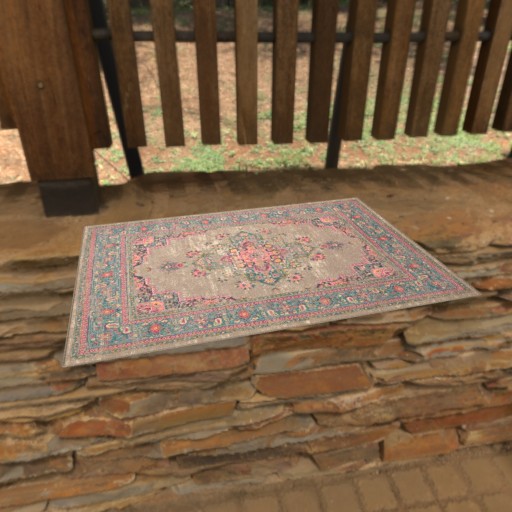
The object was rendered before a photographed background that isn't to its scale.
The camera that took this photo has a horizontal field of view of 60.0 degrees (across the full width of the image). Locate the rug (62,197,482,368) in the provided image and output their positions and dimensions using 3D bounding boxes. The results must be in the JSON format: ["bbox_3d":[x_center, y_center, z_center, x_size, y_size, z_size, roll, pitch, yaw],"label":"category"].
[{"bbox_3d":[0.000,0.000,3.758,2.890,0.013,2.005,-8,30,-13],"label":"rug"}]
